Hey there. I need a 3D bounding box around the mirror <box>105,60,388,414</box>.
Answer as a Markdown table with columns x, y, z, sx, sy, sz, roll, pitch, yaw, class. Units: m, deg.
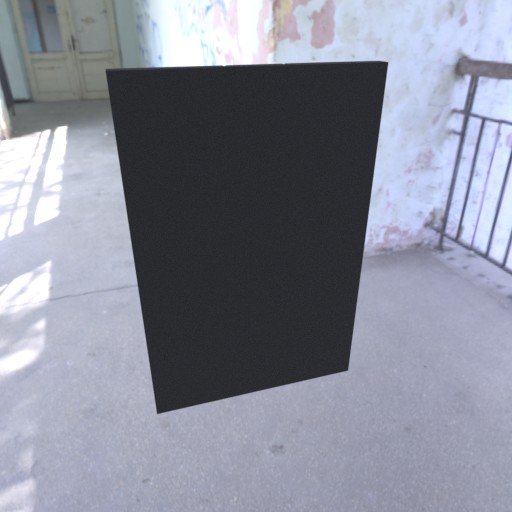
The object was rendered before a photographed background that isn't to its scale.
| x | y | z | sx | sy | sz | roll | pitch | yaw | class |
| --- | --- | --- | --- | --- | --- | --- | --- | --- | --- |
| 0.000 | 0.000 | 1.148 | 0.606 | 0.912 | 0.044 | -8 | 30 | -15 | mirror |
